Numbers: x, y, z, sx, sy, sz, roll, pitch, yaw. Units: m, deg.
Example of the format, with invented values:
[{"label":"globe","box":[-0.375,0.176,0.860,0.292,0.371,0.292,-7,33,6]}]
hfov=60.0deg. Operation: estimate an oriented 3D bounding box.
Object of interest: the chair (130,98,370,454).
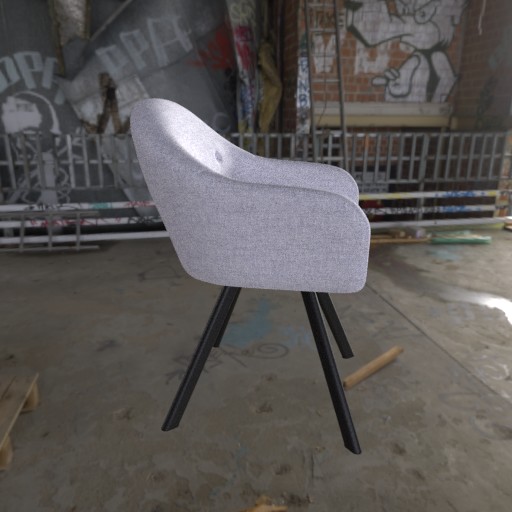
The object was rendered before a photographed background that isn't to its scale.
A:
[{"label":"chair","box":[0.000,0.000,1.159,0.570,0.780,0.540,3,17,9]}]
